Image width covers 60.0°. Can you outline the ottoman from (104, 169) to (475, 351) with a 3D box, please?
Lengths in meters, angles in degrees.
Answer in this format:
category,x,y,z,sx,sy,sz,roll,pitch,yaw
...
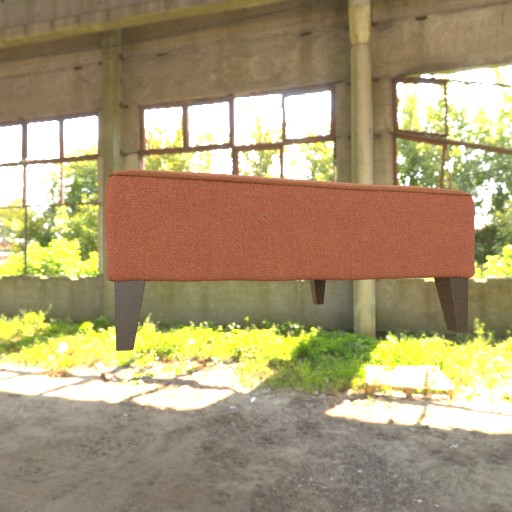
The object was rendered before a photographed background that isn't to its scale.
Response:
category,x,y,z,sx,sy,sz,roll,pitch,yaw
ottoman,0.000,0.000,1.557,0.999,0.438,0.997,0,-1,-17
